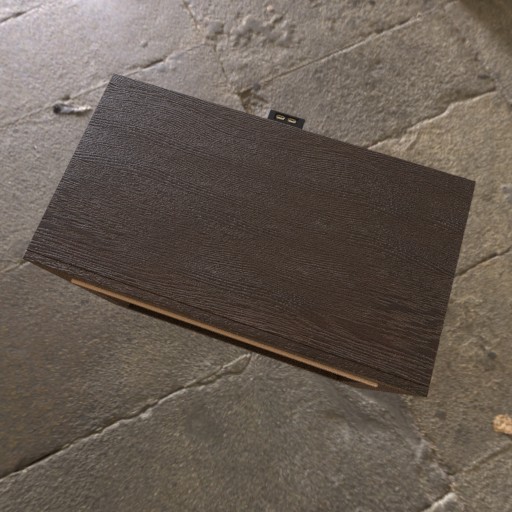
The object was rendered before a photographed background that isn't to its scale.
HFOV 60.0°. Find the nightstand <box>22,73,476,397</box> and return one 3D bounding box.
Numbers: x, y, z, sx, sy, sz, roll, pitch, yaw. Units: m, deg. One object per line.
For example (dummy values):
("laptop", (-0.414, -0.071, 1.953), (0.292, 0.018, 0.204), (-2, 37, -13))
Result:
("nightstand", (0.000, 0.000, 1.146), (0.775, 0.612, 0.457), (18, 76, 5))
